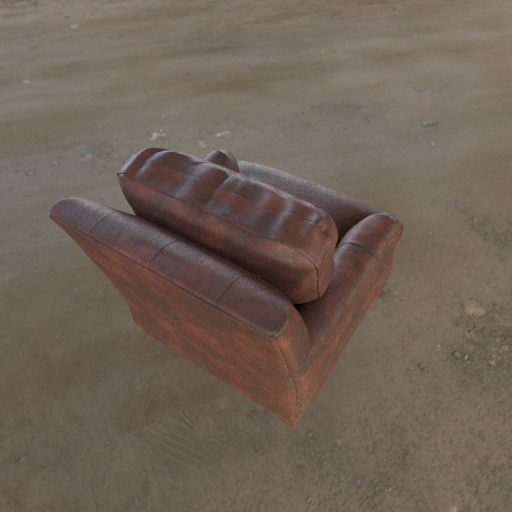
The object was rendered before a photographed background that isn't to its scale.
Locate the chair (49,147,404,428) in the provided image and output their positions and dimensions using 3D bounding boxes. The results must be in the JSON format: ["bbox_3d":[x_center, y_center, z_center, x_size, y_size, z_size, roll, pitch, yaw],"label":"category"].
[{"bbox_3d":[0.000,0.000,1.931,0.987,1.051,1.156,26,52,22],"label":"chair"}]
